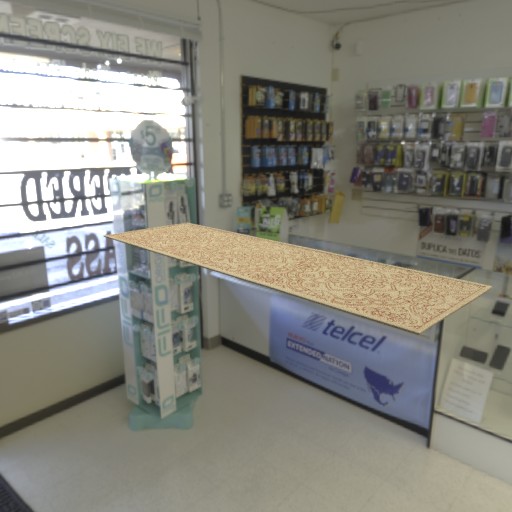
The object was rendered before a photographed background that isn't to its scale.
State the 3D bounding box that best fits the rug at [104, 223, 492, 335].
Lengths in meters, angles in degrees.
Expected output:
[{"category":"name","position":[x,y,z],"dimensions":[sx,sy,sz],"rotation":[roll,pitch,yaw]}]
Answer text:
[{"category":"rug","position":[0.000,0.000,2.698],"dimensions":[0.769,0.012,2.448],"rotation":[-14,20,-43]}]
